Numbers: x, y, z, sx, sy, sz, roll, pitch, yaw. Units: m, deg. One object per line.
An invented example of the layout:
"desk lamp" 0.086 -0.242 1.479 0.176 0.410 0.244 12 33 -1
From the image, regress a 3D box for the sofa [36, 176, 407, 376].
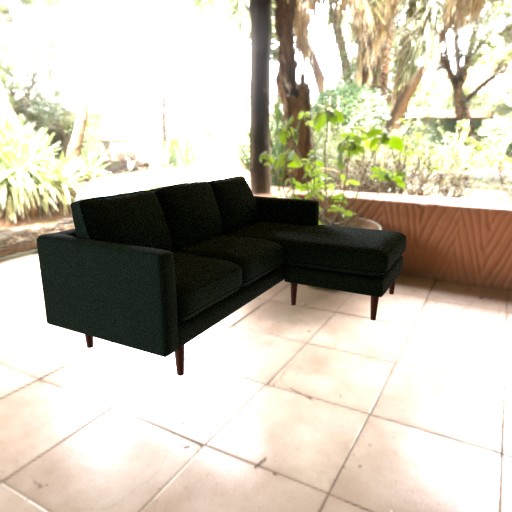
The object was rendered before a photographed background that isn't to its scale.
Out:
"sofa" 0.000 0.000 2.916 1.580 0.899 2.030 8 17 27
